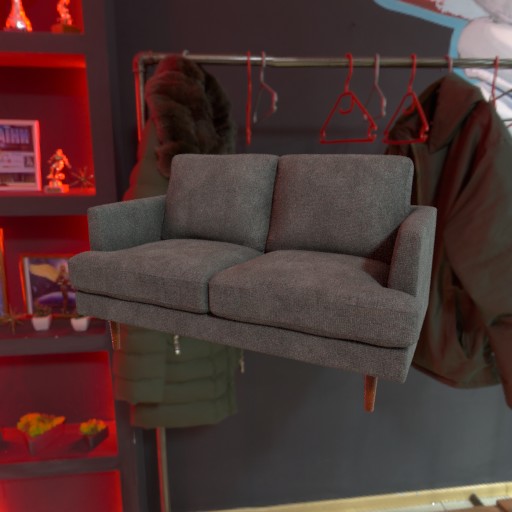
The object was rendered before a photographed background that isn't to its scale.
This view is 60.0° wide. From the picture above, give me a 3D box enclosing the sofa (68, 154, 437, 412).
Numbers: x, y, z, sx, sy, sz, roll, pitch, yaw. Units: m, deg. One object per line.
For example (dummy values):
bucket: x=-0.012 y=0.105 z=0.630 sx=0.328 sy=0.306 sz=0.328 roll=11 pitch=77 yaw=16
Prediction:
sofa: x=0.000 y=0.000 z=2.137 sx=1.582 sy=0.956 sz=0.903 roll=6 pitch=15 yaw=25
